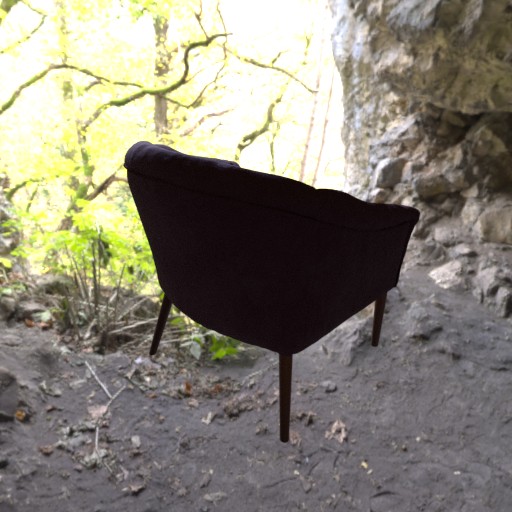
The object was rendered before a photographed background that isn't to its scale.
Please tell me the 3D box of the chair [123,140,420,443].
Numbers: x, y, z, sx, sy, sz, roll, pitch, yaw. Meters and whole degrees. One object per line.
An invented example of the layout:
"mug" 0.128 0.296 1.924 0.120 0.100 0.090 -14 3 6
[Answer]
"chair" 0.000 0.000 1.537 0.851 0.885 0.776 22 36 33
